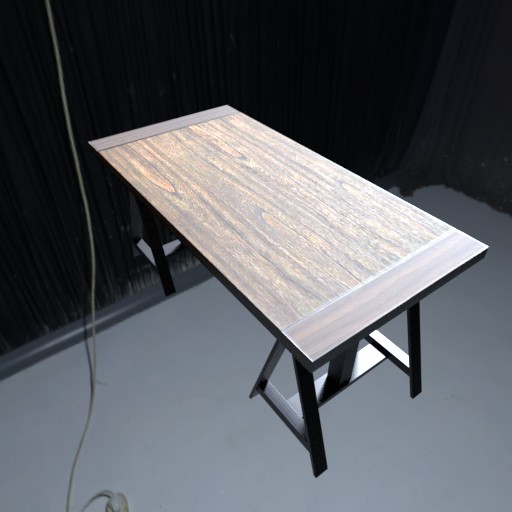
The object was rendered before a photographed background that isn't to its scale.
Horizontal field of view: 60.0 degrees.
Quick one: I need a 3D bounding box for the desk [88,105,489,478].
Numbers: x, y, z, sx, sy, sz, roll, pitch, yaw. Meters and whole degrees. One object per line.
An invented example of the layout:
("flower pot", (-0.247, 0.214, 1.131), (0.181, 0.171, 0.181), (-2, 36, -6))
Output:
("desk", (0.000, 0.000, 1.961), (0.784, 0.725, 1.543), (-25, 46, -27))
